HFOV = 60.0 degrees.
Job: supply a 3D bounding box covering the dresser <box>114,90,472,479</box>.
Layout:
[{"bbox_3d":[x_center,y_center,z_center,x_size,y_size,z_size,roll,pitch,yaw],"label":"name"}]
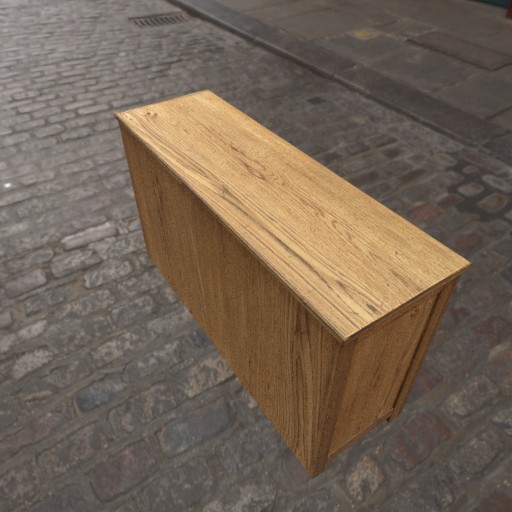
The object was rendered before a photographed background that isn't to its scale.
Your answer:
[{"bbox_3d":[0.000,0.000,2.088,0.563,0.932,1.657,-24,47,-25],"label":"dresser"}]
